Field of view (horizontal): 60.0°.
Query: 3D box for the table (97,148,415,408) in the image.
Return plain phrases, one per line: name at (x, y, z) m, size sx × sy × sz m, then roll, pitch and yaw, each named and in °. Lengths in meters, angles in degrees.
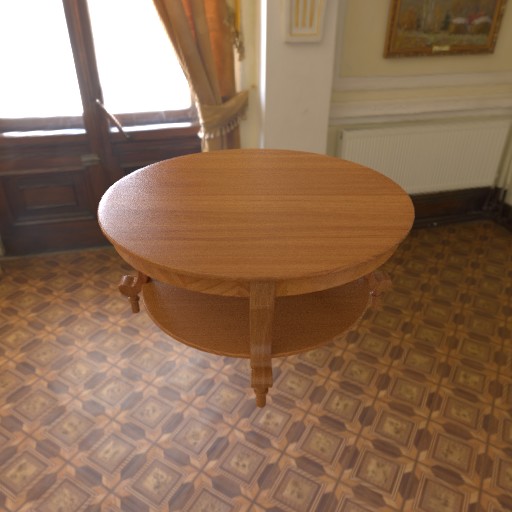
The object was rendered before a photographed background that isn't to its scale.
table at (0.000, 0.000, 1.620) m, size 1.029 × 0.490 × 1.029 m, roll 0°, pitch 31°, yaw 0°
